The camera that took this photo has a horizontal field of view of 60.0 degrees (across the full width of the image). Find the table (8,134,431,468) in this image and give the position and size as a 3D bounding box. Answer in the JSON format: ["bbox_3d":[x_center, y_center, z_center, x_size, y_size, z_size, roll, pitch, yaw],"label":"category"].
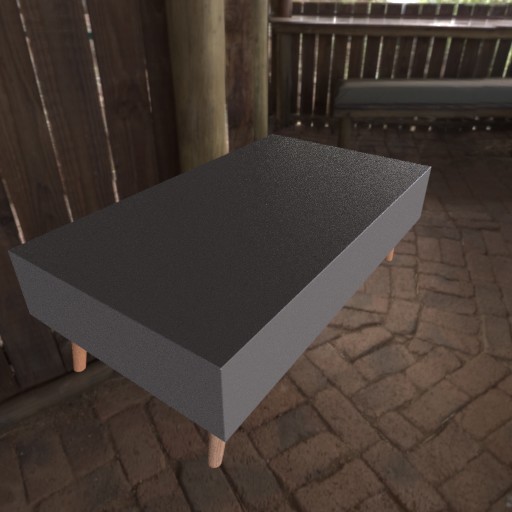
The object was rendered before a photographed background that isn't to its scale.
[{"bbox_3d":[0.000,0.000,1.468,0.703,0.404,1.201,21,38,29],"label":"table"}]
